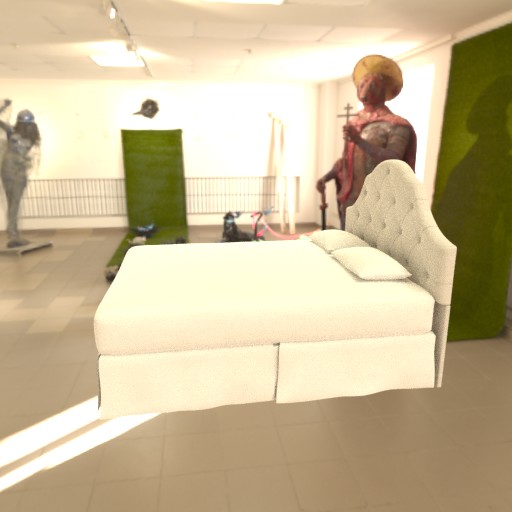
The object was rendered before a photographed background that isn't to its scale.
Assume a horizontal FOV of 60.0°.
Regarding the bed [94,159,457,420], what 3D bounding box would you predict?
[{"bbox_3d":[0.000,0.000,3.835,2.477,1.617,2.039,-2,15,-9],"label":"bed"}]
